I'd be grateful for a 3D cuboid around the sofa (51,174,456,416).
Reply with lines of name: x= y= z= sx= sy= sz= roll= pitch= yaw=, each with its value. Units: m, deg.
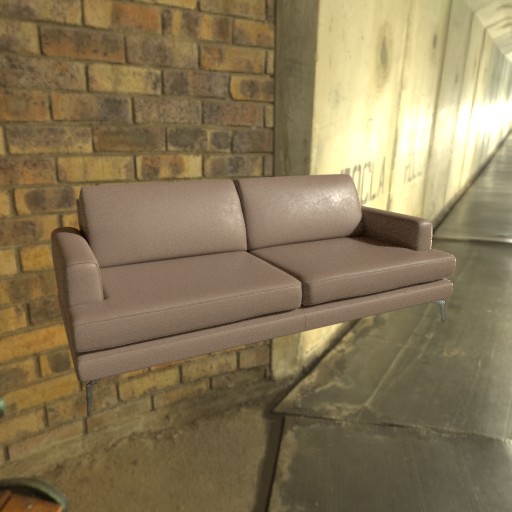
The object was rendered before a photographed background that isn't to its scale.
sofa: x=0.000 y=0.000 z=2.348 sx=1.940 sy=0.765 sz=0.974 roll=-8 pitch=17 yaw=-26
